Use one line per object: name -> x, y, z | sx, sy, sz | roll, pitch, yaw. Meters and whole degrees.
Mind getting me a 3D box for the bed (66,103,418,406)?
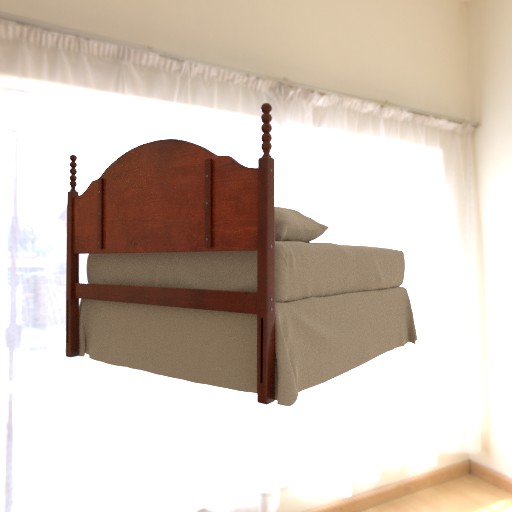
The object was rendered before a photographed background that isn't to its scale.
bed -> 0.000, 0.000, 3.272 | 1.873, 1.356, 2.040 | -1, -1, 37
